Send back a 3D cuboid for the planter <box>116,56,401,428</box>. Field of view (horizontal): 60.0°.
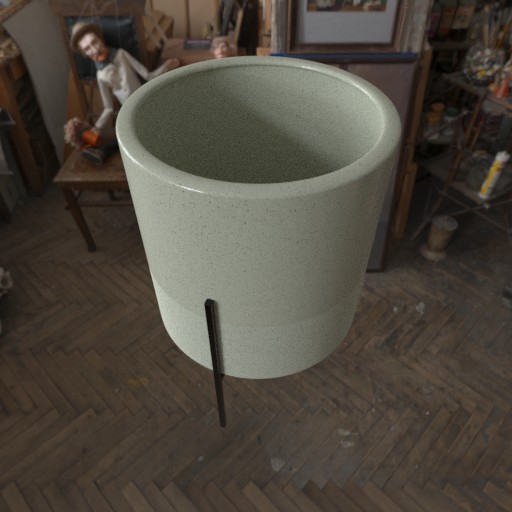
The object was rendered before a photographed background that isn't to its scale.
[{"bbox_3d":[0.000,0.000,0.668,0.314,0.475,0.323,-30,53,-26],"label":"planter"}]
